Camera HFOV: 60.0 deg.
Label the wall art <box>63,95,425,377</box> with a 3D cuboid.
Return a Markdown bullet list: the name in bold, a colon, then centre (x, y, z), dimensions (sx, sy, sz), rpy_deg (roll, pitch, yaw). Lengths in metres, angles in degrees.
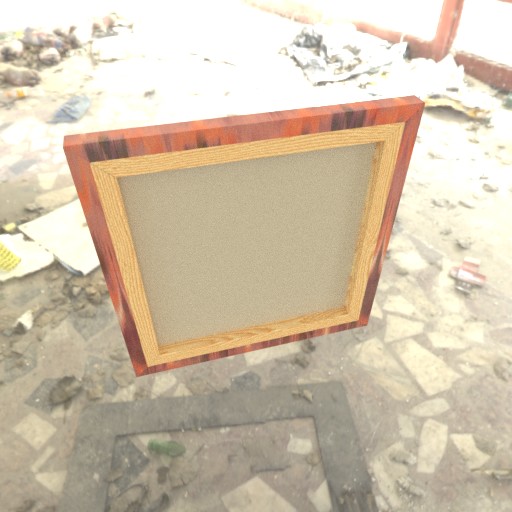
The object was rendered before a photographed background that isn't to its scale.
- **wall art**: centre (0.000, 0.000, 0.930), dimensions (0.603, 0.609, 0.037), rpy_deg (-10, 43, -11)
